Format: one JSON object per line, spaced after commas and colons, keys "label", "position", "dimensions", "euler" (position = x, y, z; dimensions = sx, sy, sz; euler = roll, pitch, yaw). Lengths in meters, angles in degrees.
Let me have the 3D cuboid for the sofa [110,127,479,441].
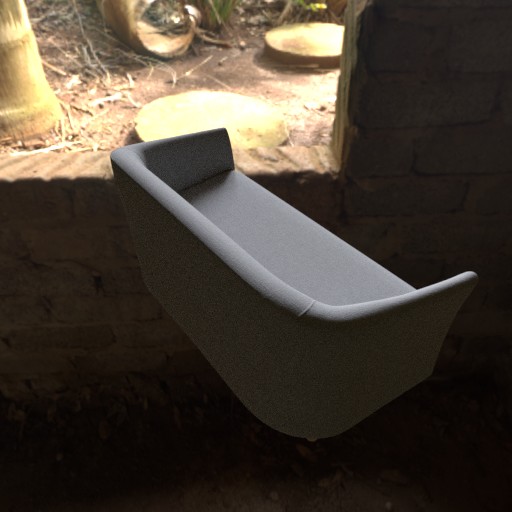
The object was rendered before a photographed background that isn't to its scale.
{"label": "sofa", "position": [0.000, 0.000, 1.826], "dimensions": [0.705, 0.721, 1.452], "euler": [-26, 46, -28]}
